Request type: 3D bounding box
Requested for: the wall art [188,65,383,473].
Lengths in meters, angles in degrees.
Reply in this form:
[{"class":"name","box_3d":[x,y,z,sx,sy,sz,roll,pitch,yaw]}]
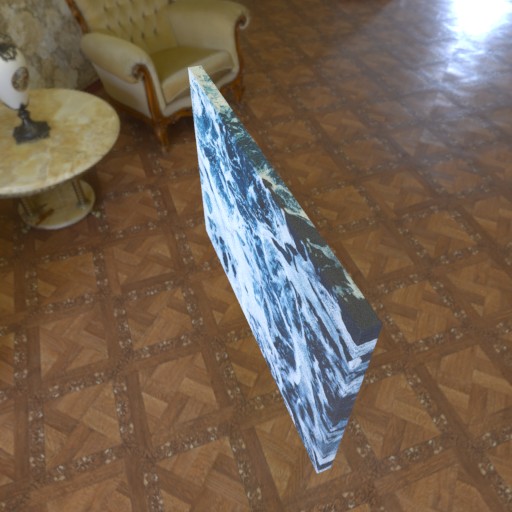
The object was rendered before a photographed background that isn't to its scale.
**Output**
[{"class":"wall art","box_3d":[0.000,0.000,1.140,0.042,0.610,0.915,-16,49,-14]}]
